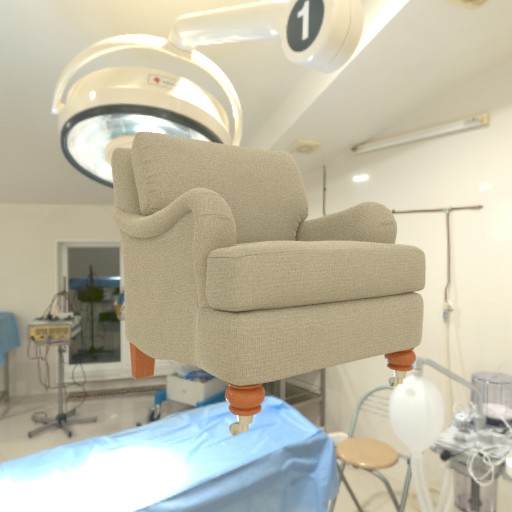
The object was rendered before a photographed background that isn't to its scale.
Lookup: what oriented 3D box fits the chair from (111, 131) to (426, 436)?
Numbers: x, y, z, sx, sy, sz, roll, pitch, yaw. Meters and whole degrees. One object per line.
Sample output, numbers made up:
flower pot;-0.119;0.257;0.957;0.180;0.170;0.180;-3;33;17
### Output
chair;0.000;0.000;1.859;0.955;1.038;1.070;-1;2;-36
